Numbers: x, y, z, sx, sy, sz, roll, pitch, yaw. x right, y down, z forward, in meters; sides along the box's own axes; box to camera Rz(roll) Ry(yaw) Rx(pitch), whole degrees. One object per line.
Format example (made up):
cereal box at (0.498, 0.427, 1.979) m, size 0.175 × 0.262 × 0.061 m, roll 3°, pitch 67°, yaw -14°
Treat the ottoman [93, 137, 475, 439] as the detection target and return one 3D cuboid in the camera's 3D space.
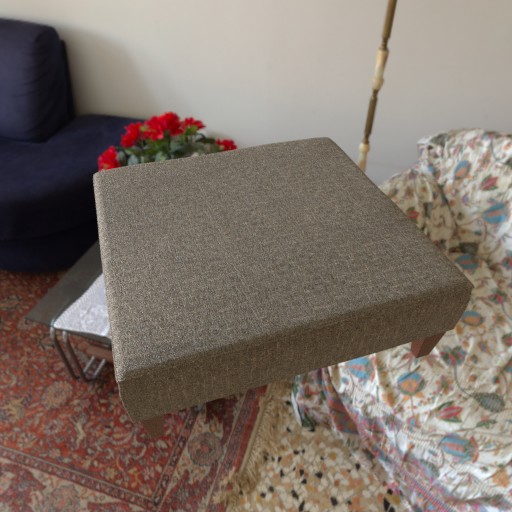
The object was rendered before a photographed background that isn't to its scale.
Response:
ottoman at (0.000, 0.000, 1.572) m, size 1.016 × 0.379 × 0.981 m, roll -12°, pitch 43°, yaw -14°
